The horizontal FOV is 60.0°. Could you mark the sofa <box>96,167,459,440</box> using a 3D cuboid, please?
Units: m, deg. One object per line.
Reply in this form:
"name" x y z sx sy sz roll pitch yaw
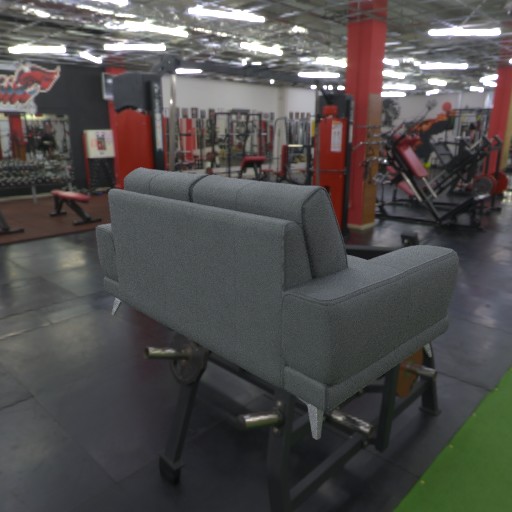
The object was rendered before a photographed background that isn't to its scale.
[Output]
"sofa" 0.000 0.000 2.397 1.018 0.907 1.806 -14 21 -42
